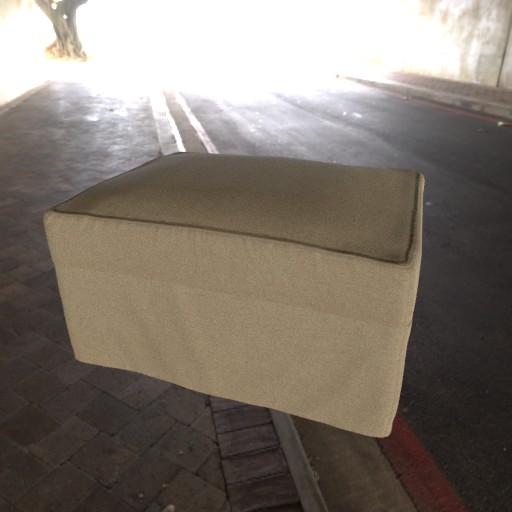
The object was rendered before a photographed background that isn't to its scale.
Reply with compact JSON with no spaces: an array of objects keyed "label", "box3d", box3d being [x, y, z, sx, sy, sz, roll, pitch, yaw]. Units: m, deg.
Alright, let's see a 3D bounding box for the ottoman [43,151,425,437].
[{"label":"ottoman","box3d":[0.000,0.000,1.235,0.833,0.485,0.650,9,28,17]}]
